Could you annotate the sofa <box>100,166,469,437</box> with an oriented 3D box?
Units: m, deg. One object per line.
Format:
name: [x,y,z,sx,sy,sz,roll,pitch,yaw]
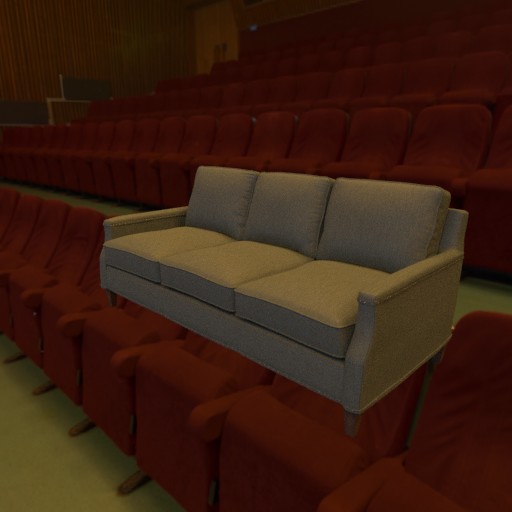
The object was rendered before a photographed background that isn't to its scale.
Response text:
sofa: [0.000,0.000,2.833,2.246,1.003,1.084,15,22,42]
